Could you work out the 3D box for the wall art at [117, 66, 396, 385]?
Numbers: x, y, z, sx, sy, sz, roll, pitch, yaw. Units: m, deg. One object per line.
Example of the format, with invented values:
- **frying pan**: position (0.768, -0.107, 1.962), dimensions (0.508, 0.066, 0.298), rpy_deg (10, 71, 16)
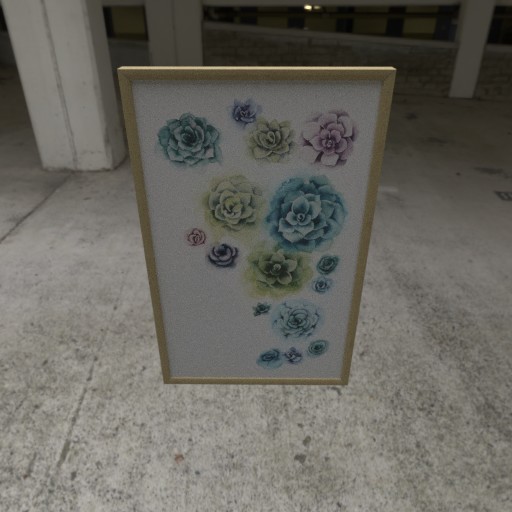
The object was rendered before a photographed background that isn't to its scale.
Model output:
- **wall art**: position (0.000, 0.000, 1.027), dimensions (0.510, 0.810, 0.039), rpy_deg (0, 30, 0)
